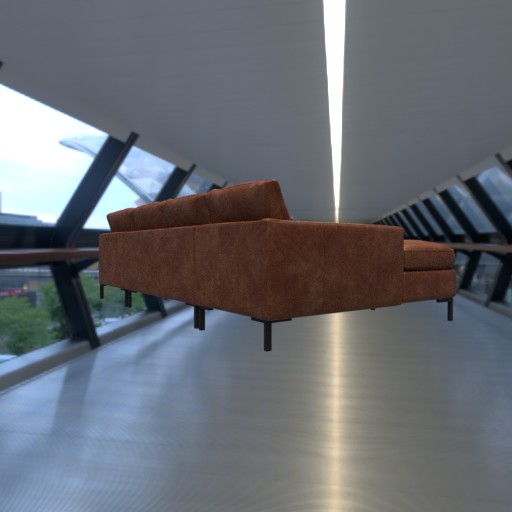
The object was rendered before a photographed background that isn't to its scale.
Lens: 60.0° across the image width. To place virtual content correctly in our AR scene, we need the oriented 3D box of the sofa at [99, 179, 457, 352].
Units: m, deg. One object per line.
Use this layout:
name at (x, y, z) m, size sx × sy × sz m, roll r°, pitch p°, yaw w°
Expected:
sofa at (0.000, 0.000, 3.917) m, size 1.939 × 0.900 × 2.956 m, roll -1°, pitch 1°, yaw -35°
